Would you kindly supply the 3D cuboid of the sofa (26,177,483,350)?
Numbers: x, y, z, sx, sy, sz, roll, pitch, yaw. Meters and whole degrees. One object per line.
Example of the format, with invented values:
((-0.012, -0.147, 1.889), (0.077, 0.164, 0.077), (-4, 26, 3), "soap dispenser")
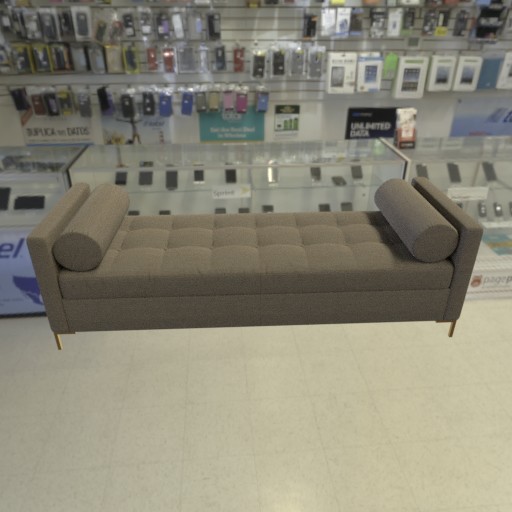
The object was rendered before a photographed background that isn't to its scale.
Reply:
((0.000, 0.000, 2.340), (1.981, 0.635, 0.686), (-1, 29, -2), "sofa")
